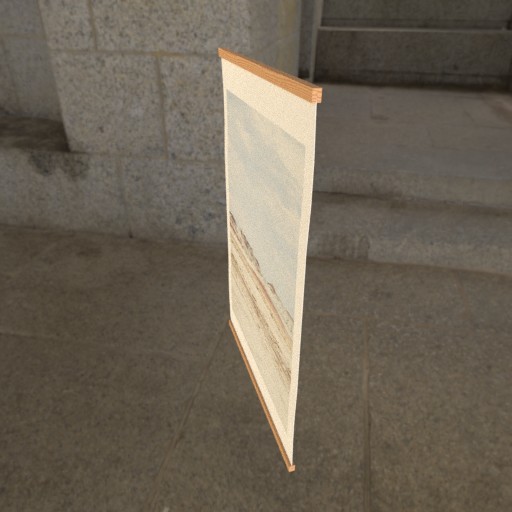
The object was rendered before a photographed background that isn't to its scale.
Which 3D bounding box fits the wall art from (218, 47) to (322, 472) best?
[{"bbox_3d":[0.000,0.000,1.885,0.025,1.521,1.011,-9,32,-15],"label":"wall art"}]
